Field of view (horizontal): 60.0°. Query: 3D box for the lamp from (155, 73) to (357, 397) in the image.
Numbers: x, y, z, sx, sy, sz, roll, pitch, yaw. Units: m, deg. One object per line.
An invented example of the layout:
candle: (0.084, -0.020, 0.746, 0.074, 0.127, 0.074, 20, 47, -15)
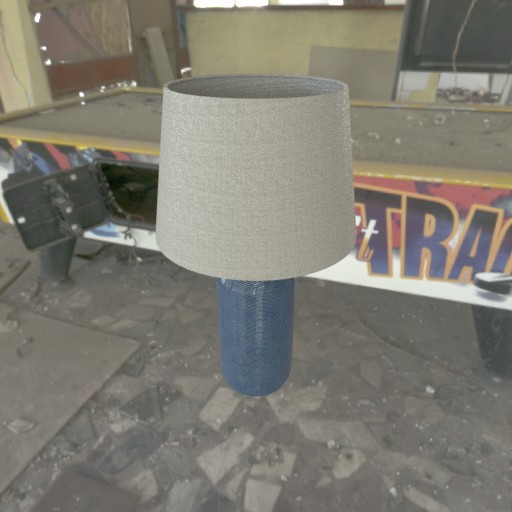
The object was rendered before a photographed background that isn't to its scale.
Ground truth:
lamp: (0.000, 0.000, 0.587, 0.253, 0.428, 0.253, 0, 28, 0)
